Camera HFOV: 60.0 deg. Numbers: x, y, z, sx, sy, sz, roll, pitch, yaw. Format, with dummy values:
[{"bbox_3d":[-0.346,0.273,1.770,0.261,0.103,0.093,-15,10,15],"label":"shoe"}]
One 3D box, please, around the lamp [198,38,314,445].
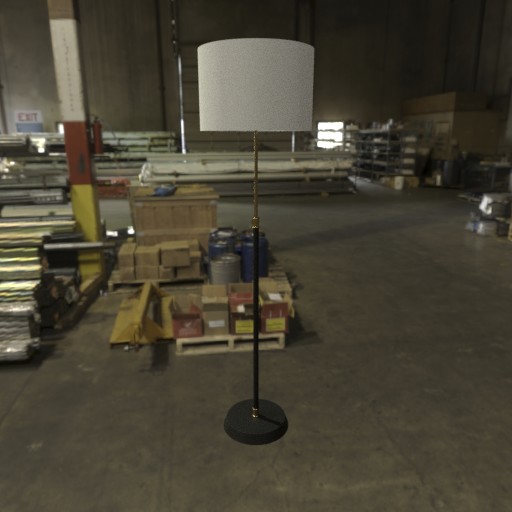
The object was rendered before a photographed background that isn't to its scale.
[{"bbox_3d":[0.000,0.000,1.740,0.404,1.517,0.404,-2,15,-8],"label":"lamp"}]
